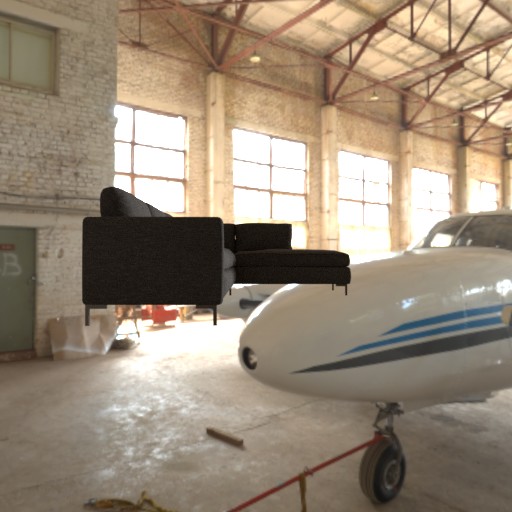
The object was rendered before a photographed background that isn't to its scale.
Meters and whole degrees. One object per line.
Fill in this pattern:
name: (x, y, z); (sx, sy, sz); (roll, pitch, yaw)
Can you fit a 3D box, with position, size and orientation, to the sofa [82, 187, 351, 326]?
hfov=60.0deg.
sofa: (0.000, 0.000, 3.951); (2.007, 0.815, 2.949); (0, 0, -1)
